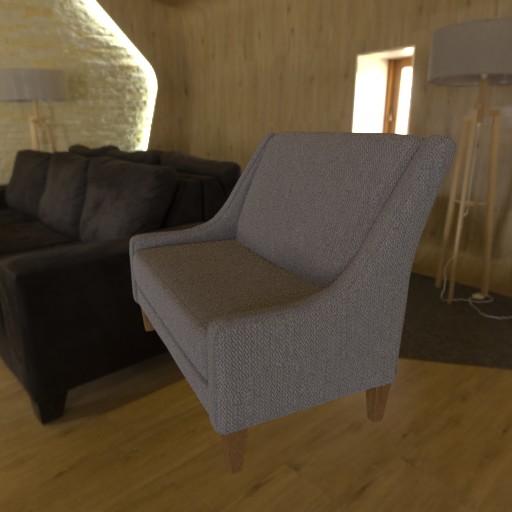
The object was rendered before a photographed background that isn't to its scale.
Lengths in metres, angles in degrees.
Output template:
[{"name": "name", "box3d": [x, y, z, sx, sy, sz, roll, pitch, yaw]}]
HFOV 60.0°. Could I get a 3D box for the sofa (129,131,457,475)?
[{"name": "sofa", "box3d": [0.000, 0.000, 1.901, 0.873, 1.022, 1.242, -8, 18, -25]}]
